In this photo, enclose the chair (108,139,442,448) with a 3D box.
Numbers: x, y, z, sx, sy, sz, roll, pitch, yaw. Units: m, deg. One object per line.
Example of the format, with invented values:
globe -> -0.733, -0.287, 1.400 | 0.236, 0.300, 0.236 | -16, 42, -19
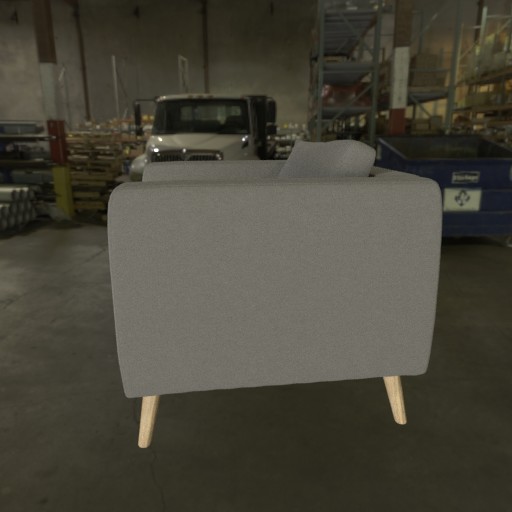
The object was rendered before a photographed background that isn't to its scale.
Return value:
chair -> 0.000, 0.000, 1.677 | 0.930, 0.860, 1.000 | -2, 16, -7
